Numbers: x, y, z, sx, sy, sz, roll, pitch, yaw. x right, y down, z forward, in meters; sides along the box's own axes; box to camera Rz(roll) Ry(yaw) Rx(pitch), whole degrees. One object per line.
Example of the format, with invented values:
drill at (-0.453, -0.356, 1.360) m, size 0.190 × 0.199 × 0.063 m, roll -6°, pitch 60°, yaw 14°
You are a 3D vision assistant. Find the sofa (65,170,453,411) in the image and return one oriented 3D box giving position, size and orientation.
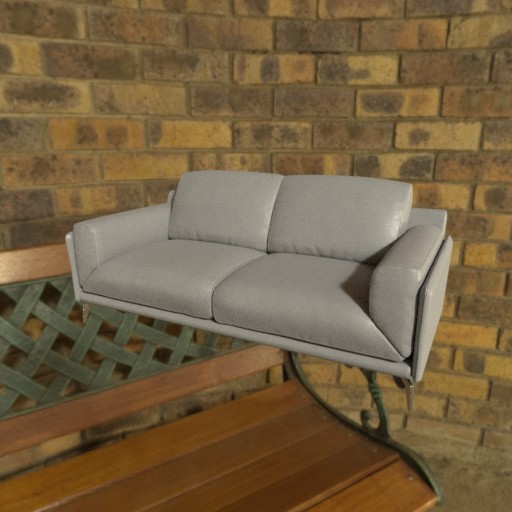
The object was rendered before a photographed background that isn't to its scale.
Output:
sofa at (0.000, 0.000, 2.678) m, size 2.101 × 0.930 × 1.049 m, roll 8°, pitch 18°, yaw 26°
